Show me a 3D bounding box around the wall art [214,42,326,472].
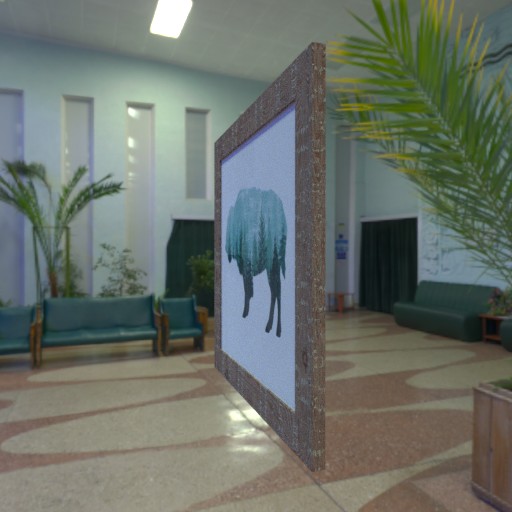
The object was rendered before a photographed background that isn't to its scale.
[{"bbox_3d":[0.000,0.000,0.575,0.022,0.380,0.380,0,0,-18],"label":"wall art"}]
